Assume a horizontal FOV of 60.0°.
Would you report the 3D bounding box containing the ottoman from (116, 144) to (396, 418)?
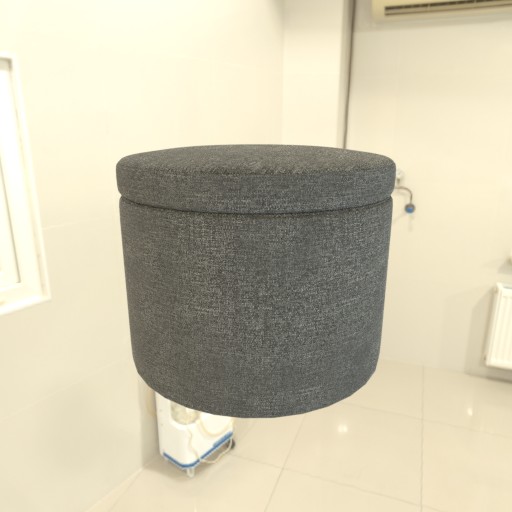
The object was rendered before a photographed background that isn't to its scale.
[{"bbox_3d":[0.000,0.000,0.876,0.500,0.419,0.500,0,17,0],"label":"ottoman"}]
